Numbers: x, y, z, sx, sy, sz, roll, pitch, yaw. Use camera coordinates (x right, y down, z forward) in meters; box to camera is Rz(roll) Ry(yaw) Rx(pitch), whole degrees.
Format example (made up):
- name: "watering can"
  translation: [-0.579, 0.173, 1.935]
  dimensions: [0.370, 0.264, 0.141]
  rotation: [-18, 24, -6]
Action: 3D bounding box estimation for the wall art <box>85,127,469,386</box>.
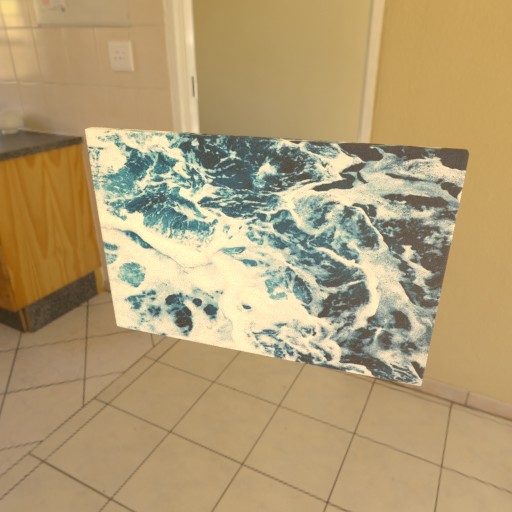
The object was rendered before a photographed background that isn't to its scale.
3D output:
- name: "wall art"
  translation: [0.000, 0.000, 1.938]
  dimensions: [1.524, 1.017, 0.055]
  rotation: [8, 27, 16]
